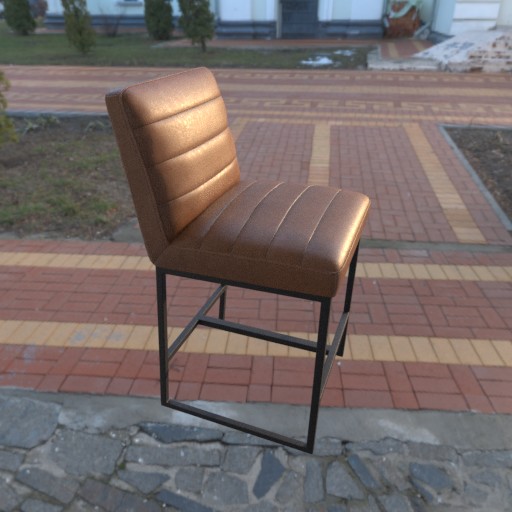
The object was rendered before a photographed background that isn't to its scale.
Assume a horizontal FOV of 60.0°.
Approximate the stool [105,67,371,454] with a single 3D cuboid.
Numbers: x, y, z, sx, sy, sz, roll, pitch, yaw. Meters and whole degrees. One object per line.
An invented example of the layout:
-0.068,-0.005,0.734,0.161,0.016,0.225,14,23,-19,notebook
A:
0.000,0.000,1.257,0.556,0.940,0.458,11,32,18,stool
